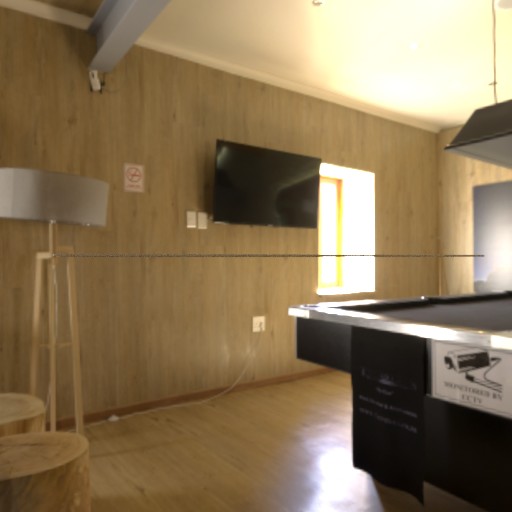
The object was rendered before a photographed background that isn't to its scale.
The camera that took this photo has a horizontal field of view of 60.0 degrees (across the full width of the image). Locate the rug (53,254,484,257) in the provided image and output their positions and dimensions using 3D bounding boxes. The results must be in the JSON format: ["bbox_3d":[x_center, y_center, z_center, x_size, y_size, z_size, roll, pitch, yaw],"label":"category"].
[{"bbox_3d":[0.000,0.000,2.212,1.753,0.008,1.143,0,0,-20],"label":"rug"}]
